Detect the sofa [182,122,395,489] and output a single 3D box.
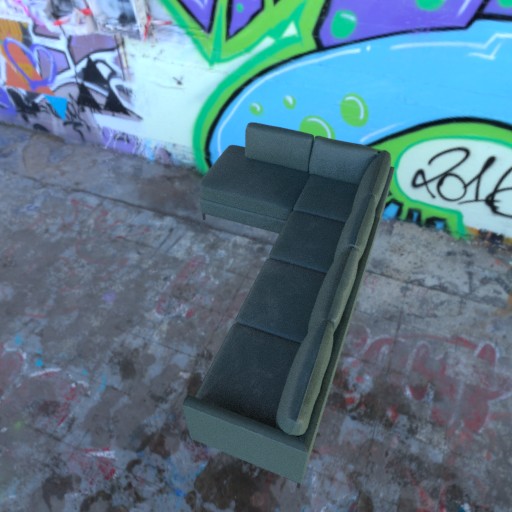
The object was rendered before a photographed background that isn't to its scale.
[{"bbox_3d":[0.000,0.000,4.309,2.048,0.996,3.384,16,48,15],"label":"sofa"}]
